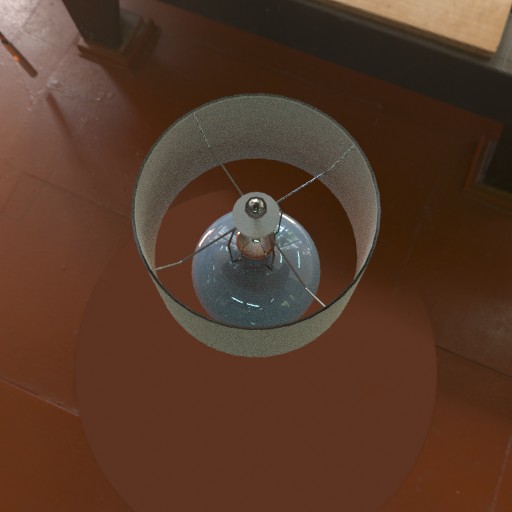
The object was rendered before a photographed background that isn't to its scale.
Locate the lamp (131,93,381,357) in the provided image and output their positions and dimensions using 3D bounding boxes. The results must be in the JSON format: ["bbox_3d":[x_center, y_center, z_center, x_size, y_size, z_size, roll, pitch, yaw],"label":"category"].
[{"bbox_3d":[0.000,0.000,0.553,0.247,0.387,0.247,0,77,0],"label":"lamp"}]
